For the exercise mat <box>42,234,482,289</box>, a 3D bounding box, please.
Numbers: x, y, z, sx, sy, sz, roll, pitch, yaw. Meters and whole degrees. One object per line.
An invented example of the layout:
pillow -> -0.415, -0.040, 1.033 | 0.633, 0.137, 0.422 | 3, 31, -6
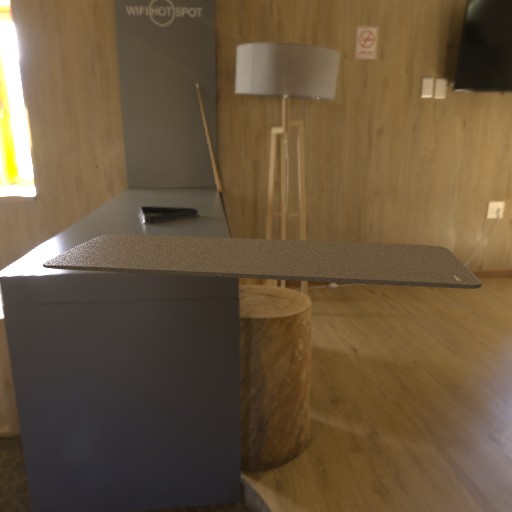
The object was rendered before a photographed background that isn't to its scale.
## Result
exercise mat -> 0.000, 0.000, 2.120 | 1.884, 0.021, 0.616 | 2, 16, 8
